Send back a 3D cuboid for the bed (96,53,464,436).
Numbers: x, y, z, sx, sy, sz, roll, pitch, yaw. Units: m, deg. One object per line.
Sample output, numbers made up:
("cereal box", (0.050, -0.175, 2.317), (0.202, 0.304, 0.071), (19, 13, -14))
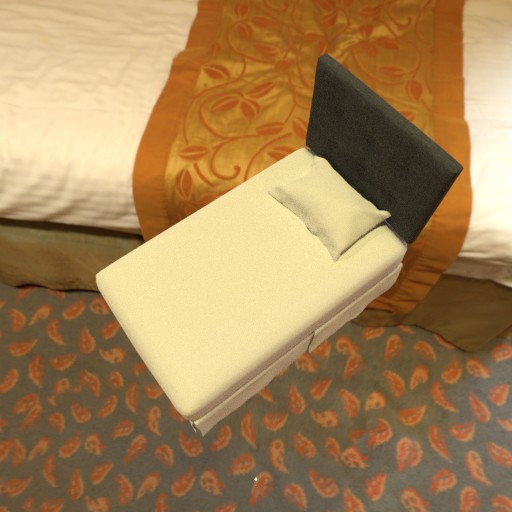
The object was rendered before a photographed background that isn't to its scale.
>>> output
("bed", (0.000, 0.000, 3.011), (1.997, 1.571, 1.261), (-34, 68, -16))
